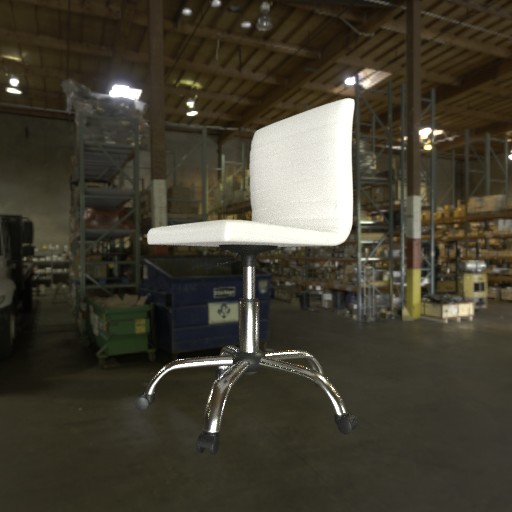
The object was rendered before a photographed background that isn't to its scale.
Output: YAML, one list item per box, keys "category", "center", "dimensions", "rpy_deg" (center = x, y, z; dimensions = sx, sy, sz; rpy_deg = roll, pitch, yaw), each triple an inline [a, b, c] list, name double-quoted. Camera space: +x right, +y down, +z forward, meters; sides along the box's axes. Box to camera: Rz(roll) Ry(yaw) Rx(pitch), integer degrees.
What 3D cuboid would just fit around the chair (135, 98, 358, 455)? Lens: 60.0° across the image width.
- category: "chair"
  center: [0.000, 0.000, 1.149]
  dimensions: [0.530, 0.780, 0.556]
  rpy_deg: [0, 1, -37]
